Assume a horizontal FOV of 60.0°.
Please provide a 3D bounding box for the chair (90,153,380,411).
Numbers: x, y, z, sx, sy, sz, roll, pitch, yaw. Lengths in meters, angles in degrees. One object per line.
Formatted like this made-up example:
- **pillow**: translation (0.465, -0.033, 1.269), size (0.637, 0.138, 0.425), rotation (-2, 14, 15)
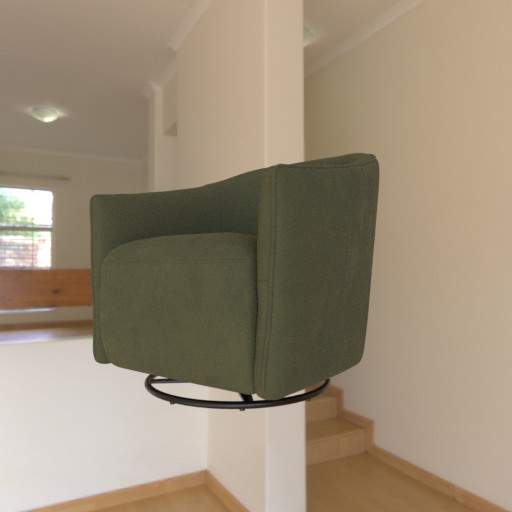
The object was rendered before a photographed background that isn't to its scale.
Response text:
- **chair**: translation (0.000, 0.000, 1.481), size (0.747, 0.799, 0.875), rotation (-1, -2, 36)
